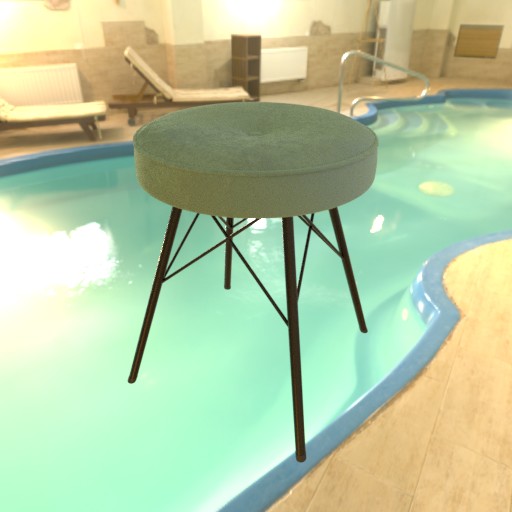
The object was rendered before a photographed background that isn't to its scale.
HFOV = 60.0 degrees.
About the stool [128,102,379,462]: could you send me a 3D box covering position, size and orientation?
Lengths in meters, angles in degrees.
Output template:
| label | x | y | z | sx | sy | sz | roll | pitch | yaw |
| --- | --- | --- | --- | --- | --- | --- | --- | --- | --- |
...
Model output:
| label | x | y | z | sx | sy | sz | roll | pitch | yaw |
| --- | --- | --- | --- | --- | --- | --- | --- | --- | --- |
| stool | 0.000 | 0.000 | 0.872 | 0.457 | 0.519 | 0.458 | 21 | 36 | 31 |
